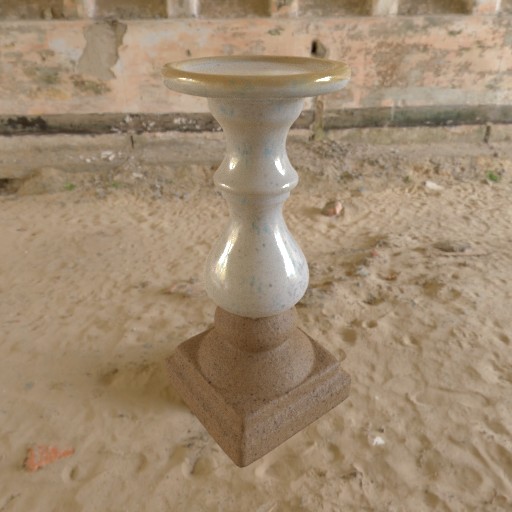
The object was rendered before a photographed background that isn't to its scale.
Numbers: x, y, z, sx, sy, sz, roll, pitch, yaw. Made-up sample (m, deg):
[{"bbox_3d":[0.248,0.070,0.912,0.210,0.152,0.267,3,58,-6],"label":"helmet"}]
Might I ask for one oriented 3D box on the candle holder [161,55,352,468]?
[{"bbox_3d":[0.000,0.000,0.298,0.110,0.239,0.110,-21,36,-32],"label":"candle holder"}]
